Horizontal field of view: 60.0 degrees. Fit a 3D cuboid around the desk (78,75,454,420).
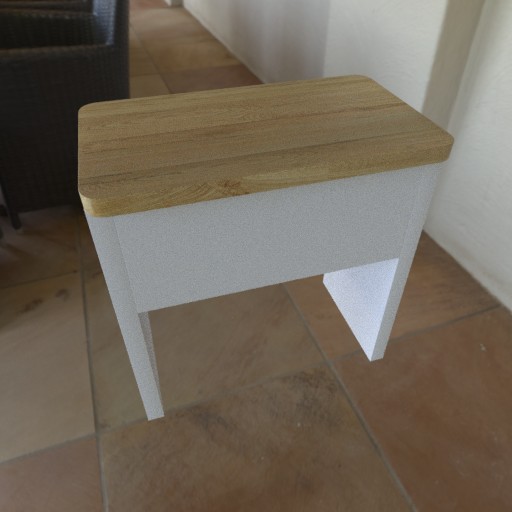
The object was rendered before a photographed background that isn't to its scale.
[{"bbox_3d":[0.000,0.000,1.249,0.760,0.790,0.440,-11,42,-13],"label":"desk"}]
